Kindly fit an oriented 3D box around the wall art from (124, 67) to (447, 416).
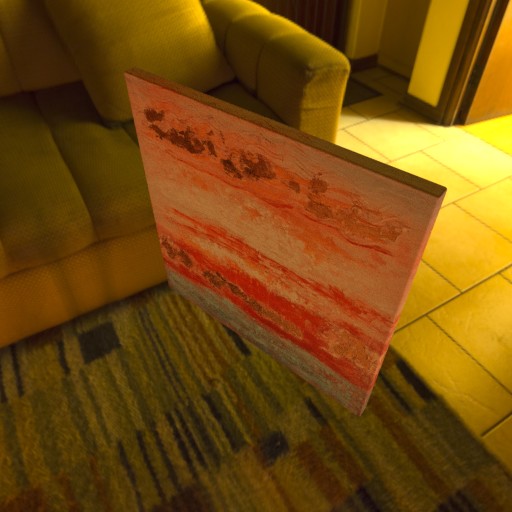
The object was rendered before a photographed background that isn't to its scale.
[{"bbox_3d":[0.000,0.000,1.114,0.747,0.747,0.035,30,52,26],"label":"wall art"}]
